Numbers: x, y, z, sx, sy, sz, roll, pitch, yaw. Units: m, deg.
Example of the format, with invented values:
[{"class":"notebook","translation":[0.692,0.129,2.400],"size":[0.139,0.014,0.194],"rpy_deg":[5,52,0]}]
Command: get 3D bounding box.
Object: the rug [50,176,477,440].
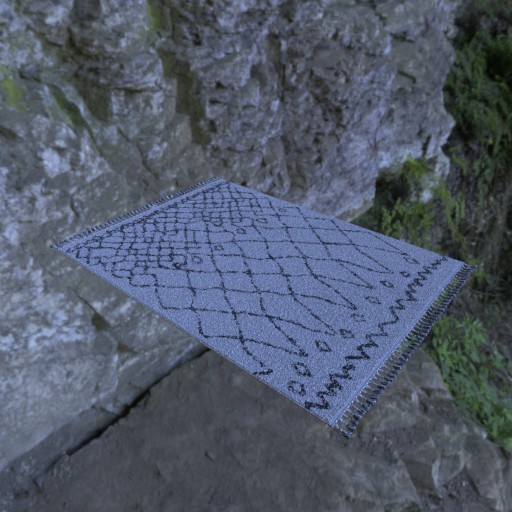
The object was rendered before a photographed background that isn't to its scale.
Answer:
[{"class":"rug","translation":[0.000,0.000,2.910],"size":[2.312,0.017,1.613],"rpy_deg":[24,40,33]}]
